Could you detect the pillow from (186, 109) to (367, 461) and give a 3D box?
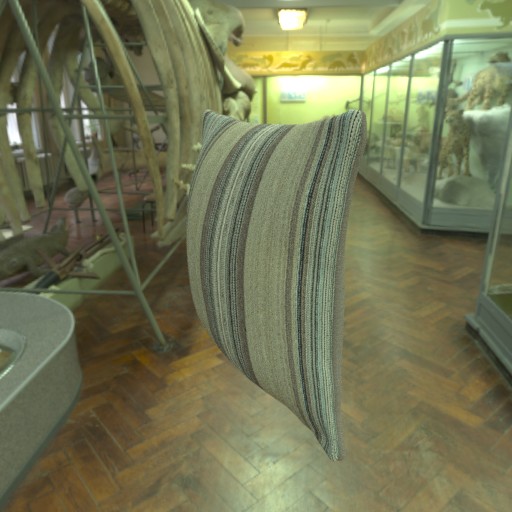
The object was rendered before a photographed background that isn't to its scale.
[{"bbox_3d":[0.000,0.000,0.661,0.189,0.416,0.435,-9,20,-24],"label":"pillow"}]
